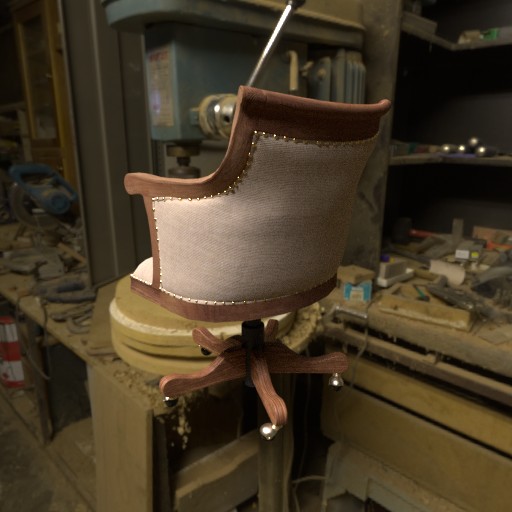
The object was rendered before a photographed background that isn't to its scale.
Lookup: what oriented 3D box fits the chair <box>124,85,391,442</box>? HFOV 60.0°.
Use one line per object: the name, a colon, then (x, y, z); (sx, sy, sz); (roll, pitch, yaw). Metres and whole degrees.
chair: (0.000, 0.000, 1.441); (0.656, 0.965, 0.689); (-15, 21, -43)
